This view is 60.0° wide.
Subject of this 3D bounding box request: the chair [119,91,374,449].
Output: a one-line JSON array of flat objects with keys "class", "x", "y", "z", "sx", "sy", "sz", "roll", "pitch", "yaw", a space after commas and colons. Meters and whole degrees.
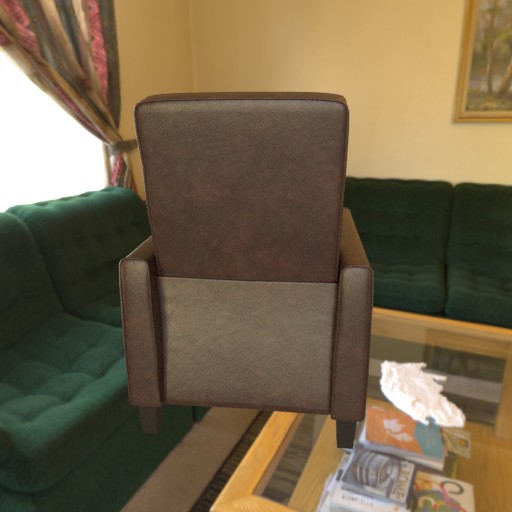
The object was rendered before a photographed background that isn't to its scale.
[{"class": "chair", "x": 0.000, "y": 0.000, "z": 1.514, "sx": 0.705, "sy": 1.013, "sz": 0.746, "roll": 2, "pitch": 17, "yaw": 6}]
